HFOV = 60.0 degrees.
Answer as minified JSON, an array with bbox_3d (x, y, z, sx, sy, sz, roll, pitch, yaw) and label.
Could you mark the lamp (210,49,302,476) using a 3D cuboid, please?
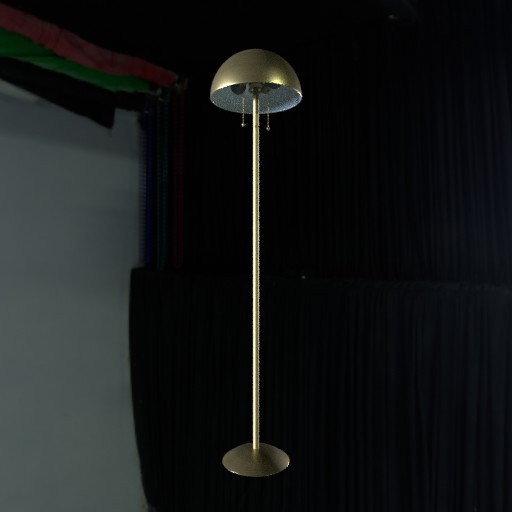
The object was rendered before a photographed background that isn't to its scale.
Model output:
[{"bbox_3d":[0.000,0.000,1.605,0.328,1.480,0.328,0,0,35],"label":"lamp"}]
